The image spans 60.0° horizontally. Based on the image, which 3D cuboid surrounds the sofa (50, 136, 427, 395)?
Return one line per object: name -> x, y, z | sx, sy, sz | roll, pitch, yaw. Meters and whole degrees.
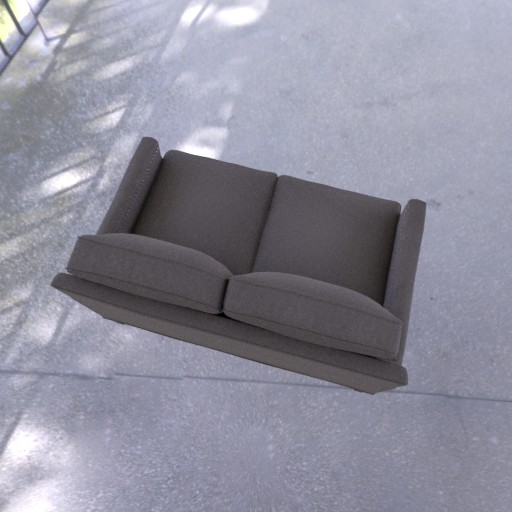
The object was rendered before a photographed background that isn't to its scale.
sofa -> 0.000, 0.000, 2.301 | 1.597, 1.003, 1.084 | 14, 65, 7
